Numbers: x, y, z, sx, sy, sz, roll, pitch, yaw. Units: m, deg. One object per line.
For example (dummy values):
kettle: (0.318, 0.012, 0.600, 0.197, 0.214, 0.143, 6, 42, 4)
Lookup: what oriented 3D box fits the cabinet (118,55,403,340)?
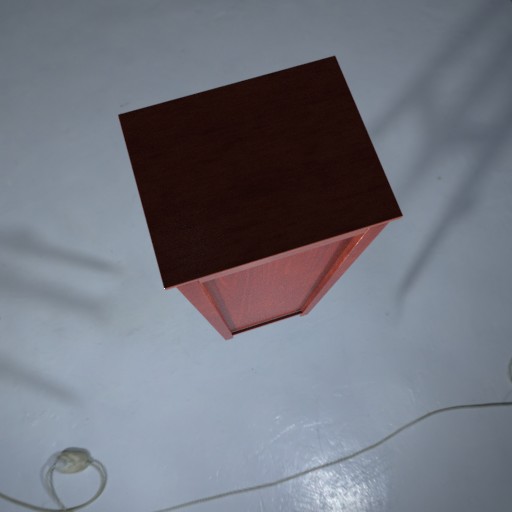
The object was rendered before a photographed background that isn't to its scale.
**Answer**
cabinet: (0.000, 0.000, 1.660, 0.500, 1.518, 0.401, -17, 76, -4)
